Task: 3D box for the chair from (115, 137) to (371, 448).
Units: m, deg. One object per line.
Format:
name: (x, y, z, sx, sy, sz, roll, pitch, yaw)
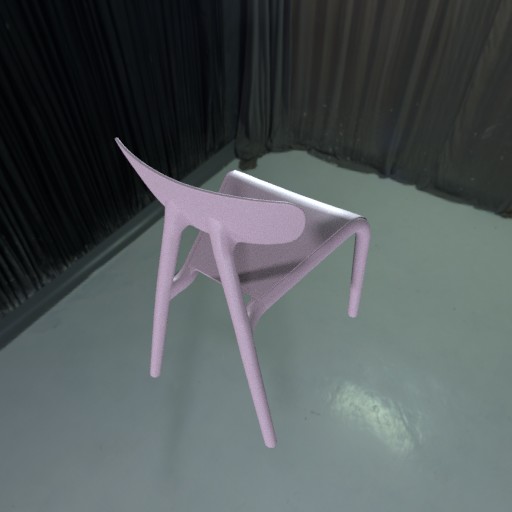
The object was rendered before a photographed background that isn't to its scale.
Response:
chair: (0.000, 0.000, 0.838, 0.356, 0.580, 0.401, 24, 51, 21)
